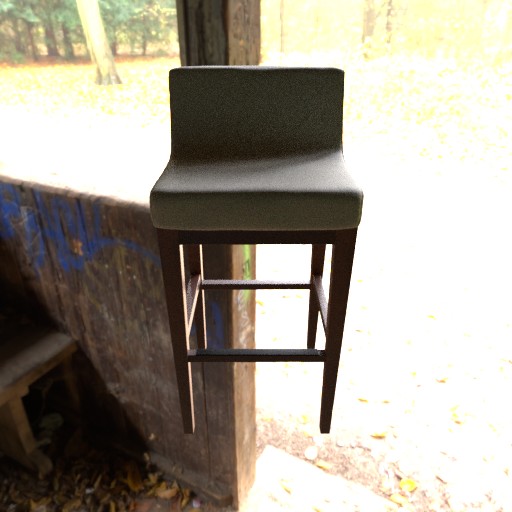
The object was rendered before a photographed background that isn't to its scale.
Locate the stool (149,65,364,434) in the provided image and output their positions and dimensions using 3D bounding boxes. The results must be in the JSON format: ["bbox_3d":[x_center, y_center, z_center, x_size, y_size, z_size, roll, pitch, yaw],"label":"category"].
[{"bbox_3d":[0.000,0.000,1.351,0.511,1.037,0.500,0,28,0],"label":"stool"}]
